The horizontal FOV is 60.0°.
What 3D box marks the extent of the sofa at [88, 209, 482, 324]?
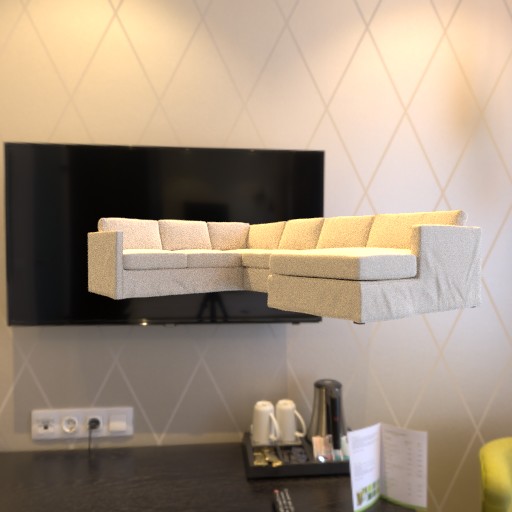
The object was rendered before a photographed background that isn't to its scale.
[{"bbox_3d":[0.000,0.000,4.537,2.427,0.882,3.460,-1,1,-36],"label":"sofa"}]
